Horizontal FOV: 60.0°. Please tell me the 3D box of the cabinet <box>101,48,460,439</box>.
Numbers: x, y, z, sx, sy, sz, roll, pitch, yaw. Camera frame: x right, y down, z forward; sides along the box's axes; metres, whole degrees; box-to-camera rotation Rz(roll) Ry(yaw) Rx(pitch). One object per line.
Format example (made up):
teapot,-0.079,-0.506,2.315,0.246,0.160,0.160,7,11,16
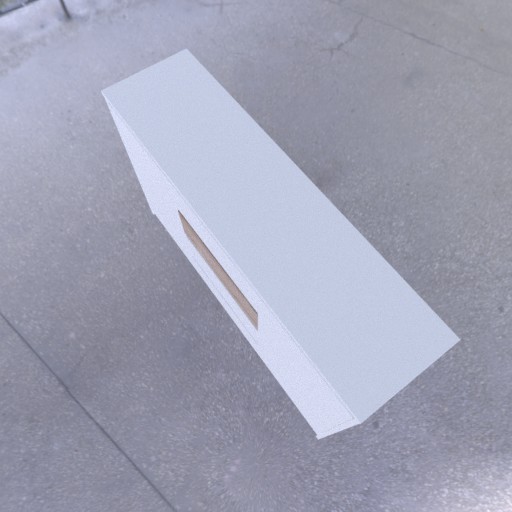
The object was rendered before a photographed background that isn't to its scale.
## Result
cabinet,0.000,0.000,1.868,0.380,0.900,1.450,-34,69,-14
